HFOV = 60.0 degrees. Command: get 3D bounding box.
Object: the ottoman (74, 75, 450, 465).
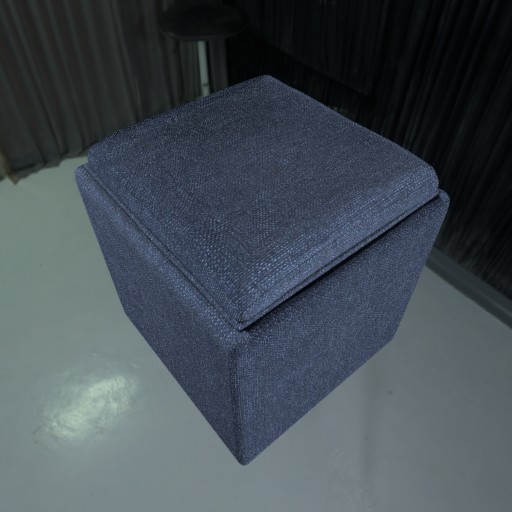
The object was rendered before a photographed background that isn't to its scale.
[{"bbox_3d":[0.000,0.000,0.845,0.436,0.493,0.454,-31,55,-26],"label":"ottoman"}]
